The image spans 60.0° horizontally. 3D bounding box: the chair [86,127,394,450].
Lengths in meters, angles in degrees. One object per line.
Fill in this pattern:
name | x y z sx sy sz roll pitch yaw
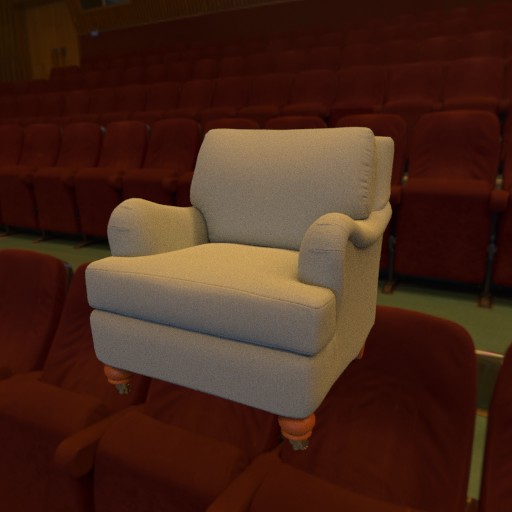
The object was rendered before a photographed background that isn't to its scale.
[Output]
chair | 0.000 0.000 1.850 0.955 1.038 1.070 7 16 26
